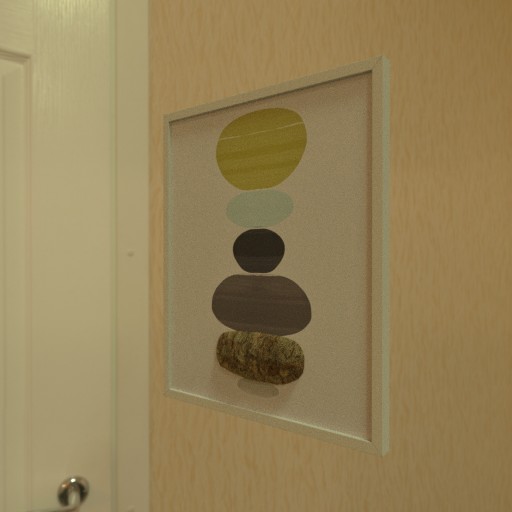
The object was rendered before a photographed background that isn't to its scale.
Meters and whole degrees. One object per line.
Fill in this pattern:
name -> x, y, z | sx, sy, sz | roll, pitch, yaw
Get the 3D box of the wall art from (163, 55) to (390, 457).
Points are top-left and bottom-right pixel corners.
wall art -> 0.000, 0.000, 1.029 | 0.611, 0.763, 0.055 | 0, 0, 36
